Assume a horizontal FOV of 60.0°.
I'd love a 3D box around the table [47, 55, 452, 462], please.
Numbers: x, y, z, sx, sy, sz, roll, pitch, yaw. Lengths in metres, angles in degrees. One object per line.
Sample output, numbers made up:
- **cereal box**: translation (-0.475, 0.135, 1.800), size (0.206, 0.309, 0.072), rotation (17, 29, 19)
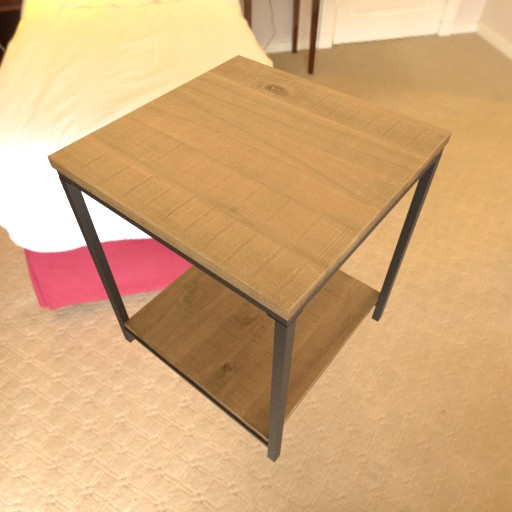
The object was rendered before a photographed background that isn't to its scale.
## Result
- **table**: translation (0.000, 0.000, 0.997), size (0.507, 0.589, 0.503), rotation (31, 55, 25)
